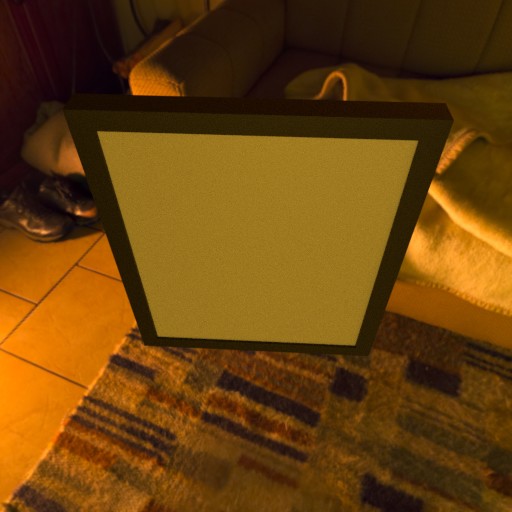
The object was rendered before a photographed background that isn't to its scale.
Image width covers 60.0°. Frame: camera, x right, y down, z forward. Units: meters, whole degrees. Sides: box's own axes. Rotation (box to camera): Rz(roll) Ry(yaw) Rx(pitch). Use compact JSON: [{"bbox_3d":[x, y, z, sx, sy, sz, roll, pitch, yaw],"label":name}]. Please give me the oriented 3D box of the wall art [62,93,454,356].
[{"bbox_3d":[0.000,0.000,0.523,0.330,0.381,0.029,2,47,2],"label":"wall art"}]
